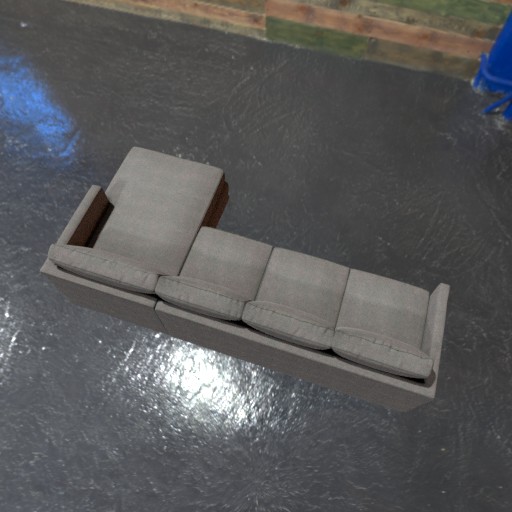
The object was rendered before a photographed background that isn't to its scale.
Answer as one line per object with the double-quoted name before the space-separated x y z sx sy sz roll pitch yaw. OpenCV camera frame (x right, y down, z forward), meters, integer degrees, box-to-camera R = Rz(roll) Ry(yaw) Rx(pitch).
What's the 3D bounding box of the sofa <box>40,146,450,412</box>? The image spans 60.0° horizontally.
"sofa" 0.000 0.000 3.941 3.205 0.922 1.650 16 64 8
